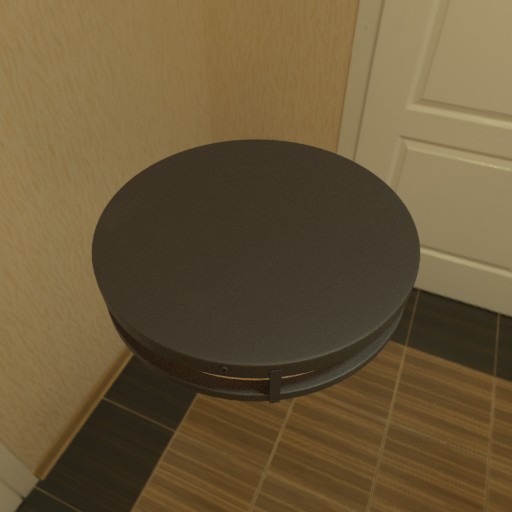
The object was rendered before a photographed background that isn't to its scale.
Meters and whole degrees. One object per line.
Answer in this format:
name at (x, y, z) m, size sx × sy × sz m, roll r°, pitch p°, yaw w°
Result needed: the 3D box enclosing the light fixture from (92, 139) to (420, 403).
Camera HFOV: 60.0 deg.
light fixture at (0.000, 0.000, 0.528) m, size 0.356 × 0.102 × 0.356 m, roll 0°, pitch 46°, yaw 0°
